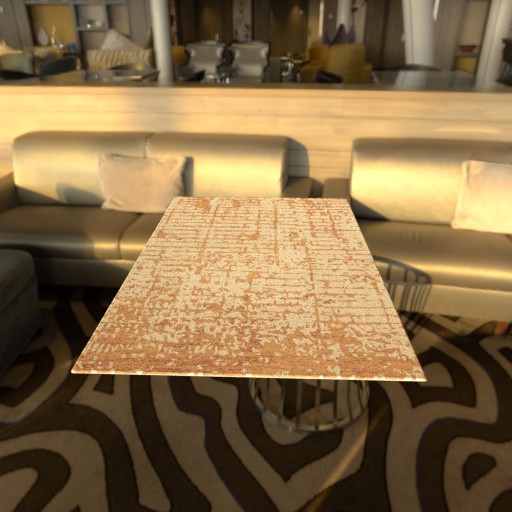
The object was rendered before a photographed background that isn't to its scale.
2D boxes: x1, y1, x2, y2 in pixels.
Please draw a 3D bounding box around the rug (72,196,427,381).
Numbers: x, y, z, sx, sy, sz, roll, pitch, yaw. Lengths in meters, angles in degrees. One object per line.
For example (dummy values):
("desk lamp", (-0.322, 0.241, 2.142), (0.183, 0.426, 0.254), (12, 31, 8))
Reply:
("rug", (0.000, 0.000, 2.329), (1.219, 0.011, 1.829), (1, 27, 2))
